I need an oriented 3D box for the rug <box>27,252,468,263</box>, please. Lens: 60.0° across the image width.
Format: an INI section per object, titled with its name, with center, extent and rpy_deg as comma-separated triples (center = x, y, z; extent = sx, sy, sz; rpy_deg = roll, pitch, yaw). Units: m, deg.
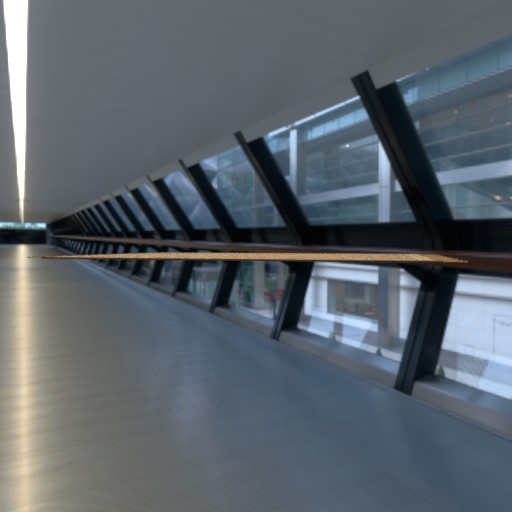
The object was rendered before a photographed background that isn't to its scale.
[rug]
center = 0.000, 0.000, 3.054
extent = 2.434, 0.010, 1.516
rpy_deg = 0, 2, 17
